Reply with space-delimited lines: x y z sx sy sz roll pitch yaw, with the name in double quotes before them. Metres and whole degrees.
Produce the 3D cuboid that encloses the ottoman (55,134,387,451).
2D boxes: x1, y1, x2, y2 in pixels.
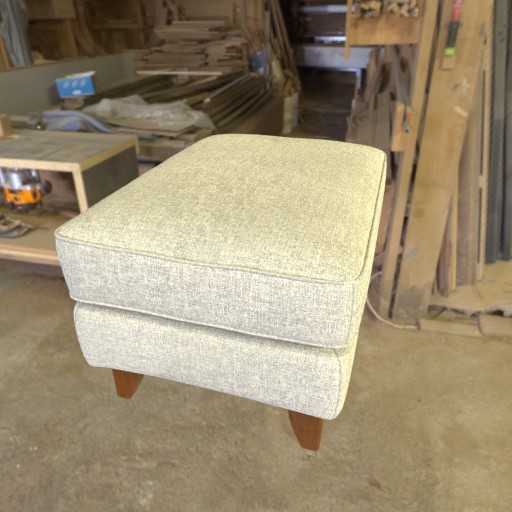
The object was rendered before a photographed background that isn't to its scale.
"ottoman" 0.000 0.000 1.295 0.661 0.561 0.889 9 30 15
